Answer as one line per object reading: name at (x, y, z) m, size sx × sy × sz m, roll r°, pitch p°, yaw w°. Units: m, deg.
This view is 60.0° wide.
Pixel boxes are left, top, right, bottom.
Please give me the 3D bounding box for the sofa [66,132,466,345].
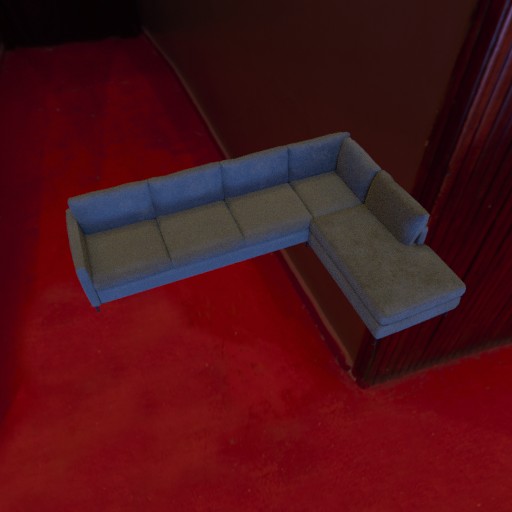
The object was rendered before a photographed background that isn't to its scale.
sofa at (0.000, 0.000, 3.268) m, size 2.486 × 0.687 × 1.707 m, roll -17°, pitch 50°, yaw -15°
